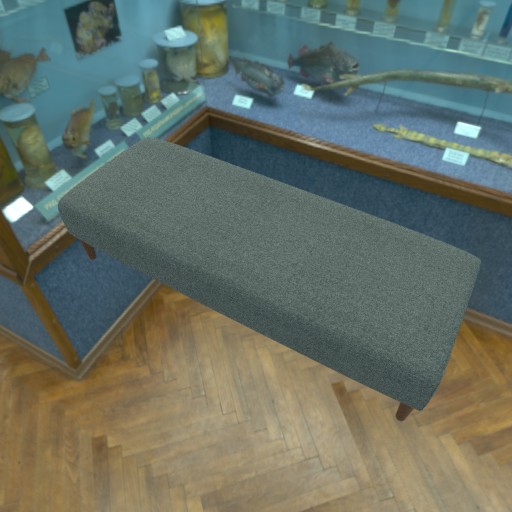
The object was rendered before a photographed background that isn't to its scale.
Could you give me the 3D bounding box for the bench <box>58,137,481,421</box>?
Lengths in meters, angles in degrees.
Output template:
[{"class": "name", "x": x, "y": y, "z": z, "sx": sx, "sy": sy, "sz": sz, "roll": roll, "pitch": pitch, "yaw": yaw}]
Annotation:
[{"class": "bench", "x": 0.000, "y": 0.000, "z": 1.845, "sx": 1.598, "sy": 0.384, "sz": 0.631, "roll": 24, "pitch": 52, "yaw": 20}]
